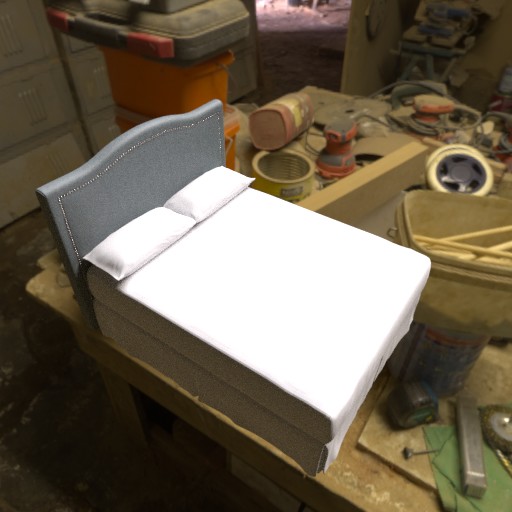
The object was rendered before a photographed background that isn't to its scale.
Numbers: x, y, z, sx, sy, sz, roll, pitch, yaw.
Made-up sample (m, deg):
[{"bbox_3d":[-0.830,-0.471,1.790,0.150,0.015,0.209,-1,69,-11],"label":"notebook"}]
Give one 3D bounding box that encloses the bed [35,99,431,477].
[{"bbox_3d":[0.000,0.000,3.210,2.143,1.460,1.753,25,47,26],"label":"bed"}]
